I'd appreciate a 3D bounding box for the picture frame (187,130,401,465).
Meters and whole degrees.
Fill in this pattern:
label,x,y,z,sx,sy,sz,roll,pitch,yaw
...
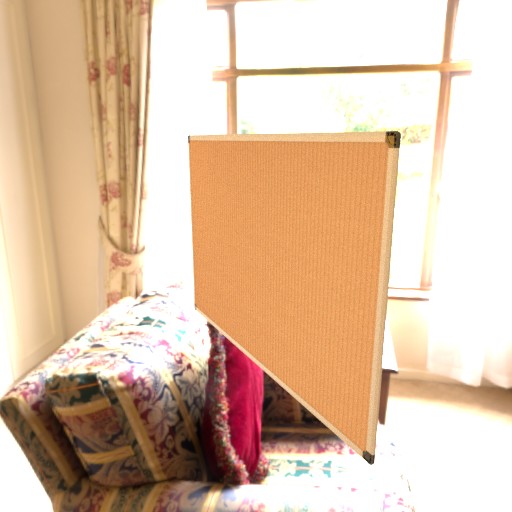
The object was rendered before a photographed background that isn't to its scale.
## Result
label,x,y,z,sx,sy,sz,roll,pitch,yaw
picture frame,0.000,0.000,1.126,0.010,0.600,0.900,-8,17,-28
